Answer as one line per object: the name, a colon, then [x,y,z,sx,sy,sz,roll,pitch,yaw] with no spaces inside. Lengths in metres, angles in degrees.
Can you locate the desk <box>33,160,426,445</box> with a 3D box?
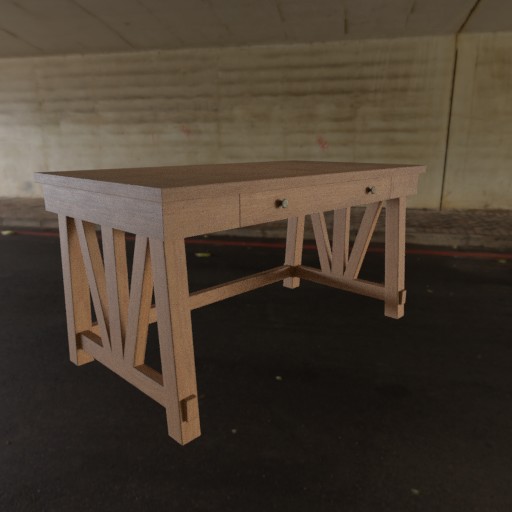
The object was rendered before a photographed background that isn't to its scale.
desk: [0.000,0.000,1.962,0.813,0.762,1.499,14,20,42]
